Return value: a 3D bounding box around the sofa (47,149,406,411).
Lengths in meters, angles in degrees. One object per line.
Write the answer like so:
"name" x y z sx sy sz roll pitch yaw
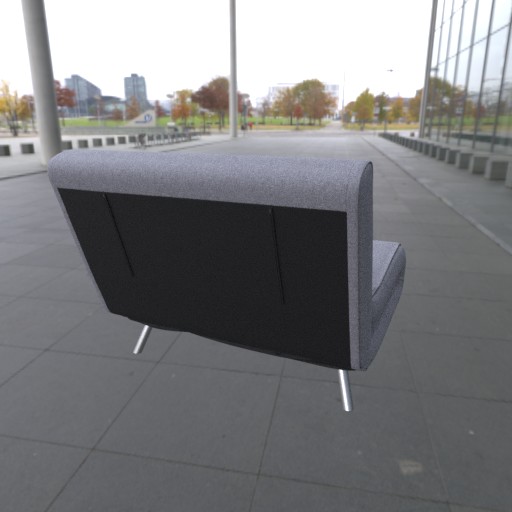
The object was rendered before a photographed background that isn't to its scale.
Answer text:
"sofa" 0.000 0.000 1.720 1.020 0.825 1.000 8 19 24
